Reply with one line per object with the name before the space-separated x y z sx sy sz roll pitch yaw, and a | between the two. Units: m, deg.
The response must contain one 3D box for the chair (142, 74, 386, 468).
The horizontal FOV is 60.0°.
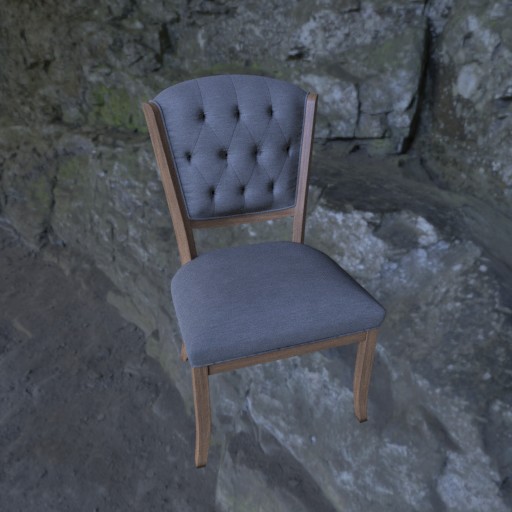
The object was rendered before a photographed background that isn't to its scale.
chair | 0.000 0.000 1.260 0.513 0.905 0.584 -9 30 -16
